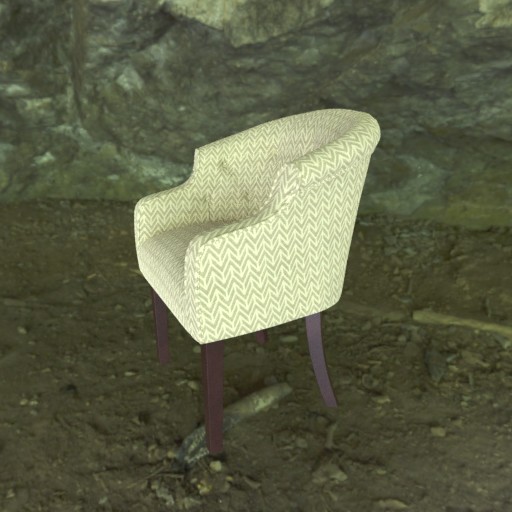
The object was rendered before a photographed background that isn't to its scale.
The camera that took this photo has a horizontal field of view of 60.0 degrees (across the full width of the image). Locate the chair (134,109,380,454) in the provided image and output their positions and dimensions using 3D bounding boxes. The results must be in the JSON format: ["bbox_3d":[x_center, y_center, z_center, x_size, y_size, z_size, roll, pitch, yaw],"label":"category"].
[{"bbox_3d":[0.000,0.000,1.352,0.613,0.858,0.686,-8,19,-26],"label":"chair"}]
